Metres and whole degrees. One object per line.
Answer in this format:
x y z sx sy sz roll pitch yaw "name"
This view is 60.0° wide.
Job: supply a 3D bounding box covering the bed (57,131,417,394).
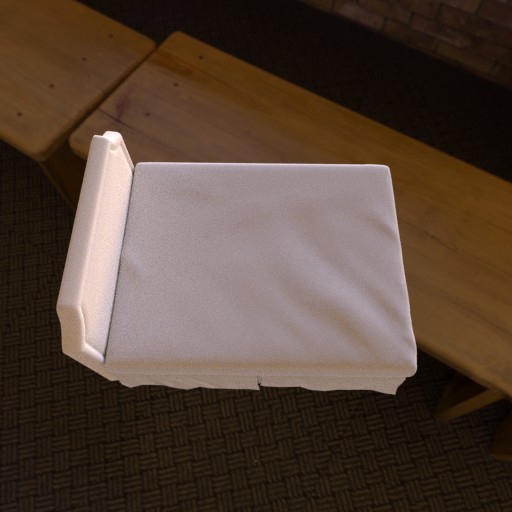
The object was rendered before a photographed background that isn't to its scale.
0.000 0.000 3.612 2.498 1.293 1.977 1 65 0 "bed"
